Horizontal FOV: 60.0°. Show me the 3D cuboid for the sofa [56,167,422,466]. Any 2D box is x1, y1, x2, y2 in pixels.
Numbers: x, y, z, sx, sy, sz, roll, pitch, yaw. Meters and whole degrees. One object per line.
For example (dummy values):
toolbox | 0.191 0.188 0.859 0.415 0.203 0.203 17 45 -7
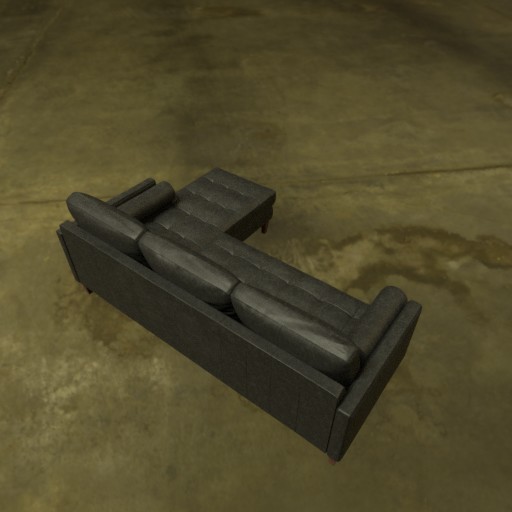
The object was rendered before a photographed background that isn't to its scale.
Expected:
sofa | 0.000 0.000 2.958 2.178 0.876 1.497 27 48 27
